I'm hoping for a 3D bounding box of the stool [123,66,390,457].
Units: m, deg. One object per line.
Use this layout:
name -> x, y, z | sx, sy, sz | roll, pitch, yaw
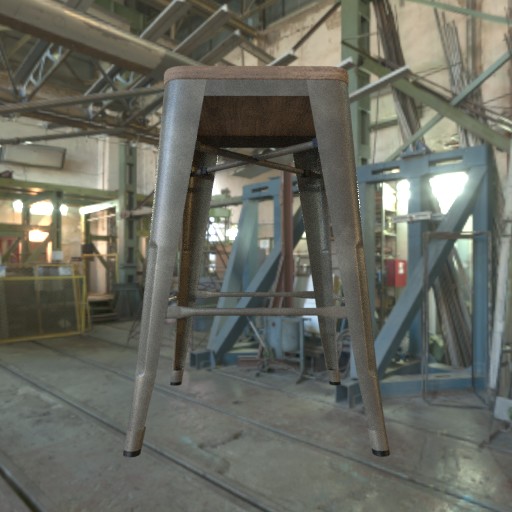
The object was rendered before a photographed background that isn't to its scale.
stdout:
stool -> 0.000, 0.000, 0.871 | 0.407, 0.607, 0.407 | 0, -1, 0
